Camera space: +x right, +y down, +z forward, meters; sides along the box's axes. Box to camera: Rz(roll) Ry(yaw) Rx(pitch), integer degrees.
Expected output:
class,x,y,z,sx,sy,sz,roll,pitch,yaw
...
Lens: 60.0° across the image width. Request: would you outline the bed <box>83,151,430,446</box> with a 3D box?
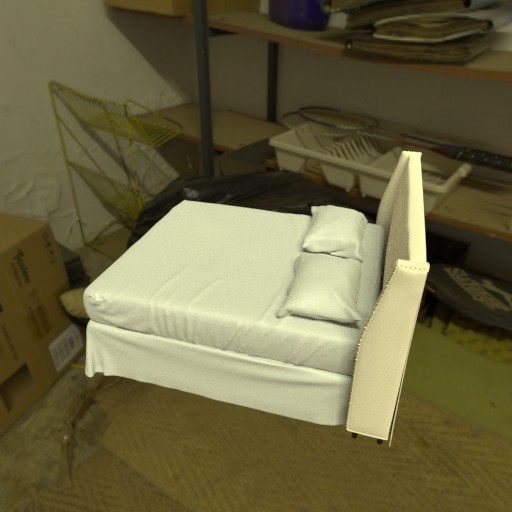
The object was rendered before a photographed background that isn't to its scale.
class,x,y,z,sx,sy,sz,roll,pitch,yaw
bed,0.000,0.000,3.447,2.276,1.332,1.925,9,32,14
